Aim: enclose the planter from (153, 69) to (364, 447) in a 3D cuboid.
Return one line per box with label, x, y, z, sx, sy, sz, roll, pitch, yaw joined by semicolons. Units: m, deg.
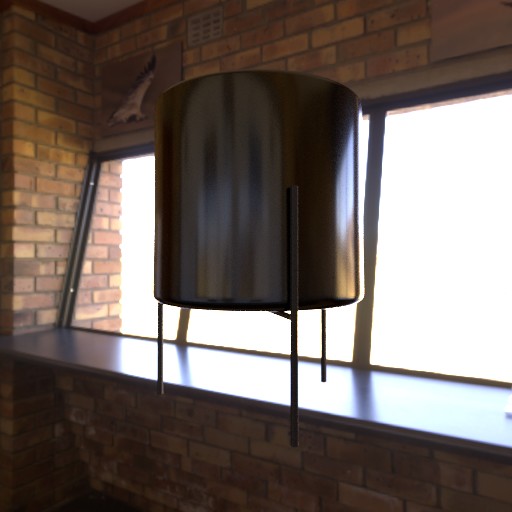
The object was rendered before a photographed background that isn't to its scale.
planter;0.000;0.000;0.653;0.310;0.432;0.310;0;-1;1
